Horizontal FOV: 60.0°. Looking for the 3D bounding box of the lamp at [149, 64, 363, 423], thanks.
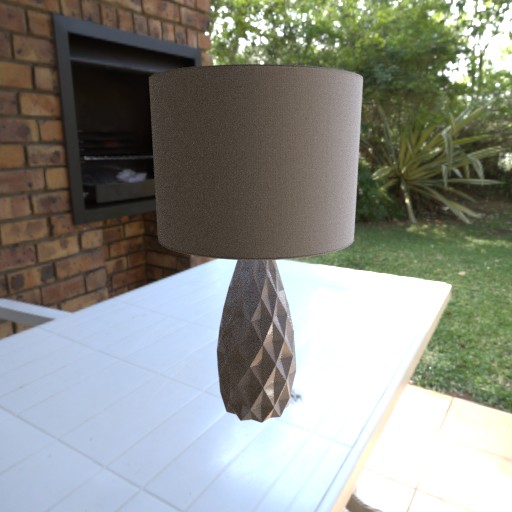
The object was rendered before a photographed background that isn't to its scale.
[{"bbox_3d":[0.000,0.000,0.695,0.297,0.522,0.297,0,15,0],"label":"lamp"}]
